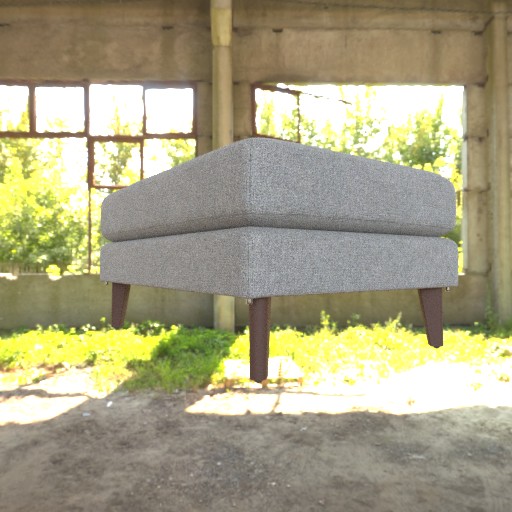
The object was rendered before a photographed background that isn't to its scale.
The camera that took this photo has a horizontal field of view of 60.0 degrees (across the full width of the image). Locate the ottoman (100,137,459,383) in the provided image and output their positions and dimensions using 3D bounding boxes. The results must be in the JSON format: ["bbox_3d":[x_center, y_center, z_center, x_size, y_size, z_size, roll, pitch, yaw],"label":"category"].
[{"bbox_3d":[0.000,0.000,1.199,0.611,0.441,0.821,1,-1,-35],"label":"ottoman"}]
